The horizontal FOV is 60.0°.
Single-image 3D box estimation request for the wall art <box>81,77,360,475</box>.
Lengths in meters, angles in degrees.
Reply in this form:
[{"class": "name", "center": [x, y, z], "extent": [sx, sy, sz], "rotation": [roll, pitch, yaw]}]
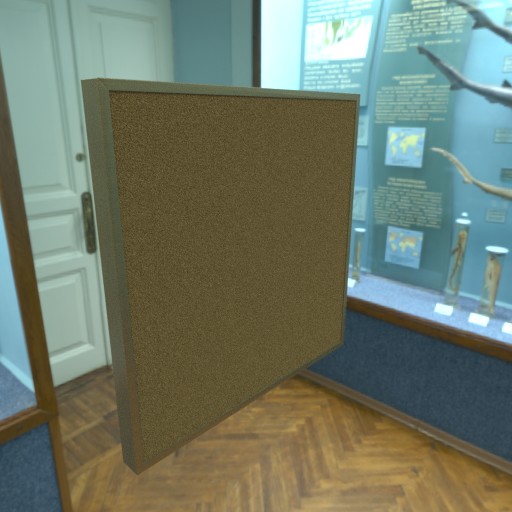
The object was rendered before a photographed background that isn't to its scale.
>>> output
[{"class": "wall art", "center": [0.000, 0.000, 0.713], "extent": [0.037, 0.505, 0.505], "rotation": [16, 24, 41]}]
